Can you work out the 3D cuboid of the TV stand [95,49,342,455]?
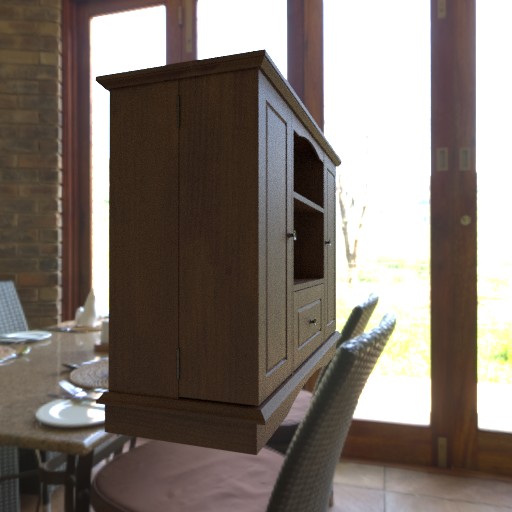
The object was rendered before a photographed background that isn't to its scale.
[{"bbox_3d":[0.000,0.000,1.443,0.406,0.813,1.067,0,0,19],"label":"TV stand"}]
